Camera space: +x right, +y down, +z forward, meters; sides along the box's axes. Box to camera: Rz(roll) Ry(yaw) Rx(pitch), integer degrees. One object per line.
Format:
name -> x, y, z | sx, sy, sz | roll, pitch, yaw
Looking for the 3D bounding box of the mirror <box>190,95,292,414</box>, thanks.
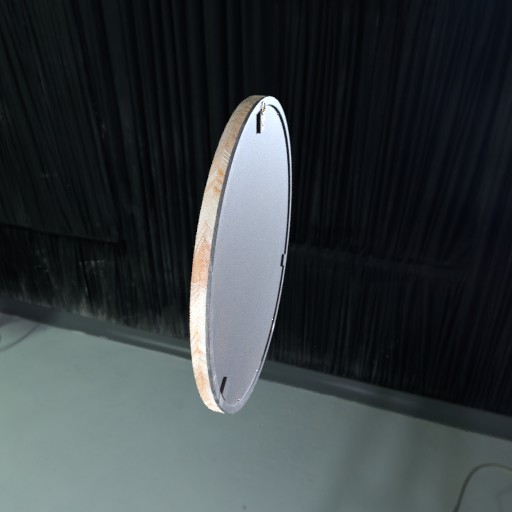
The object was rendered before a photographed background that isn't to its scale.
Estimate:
mirror -> 0.000, 0.000, 1.046 | 0.038, 0.710, 0.710 | 7, 30, 13
